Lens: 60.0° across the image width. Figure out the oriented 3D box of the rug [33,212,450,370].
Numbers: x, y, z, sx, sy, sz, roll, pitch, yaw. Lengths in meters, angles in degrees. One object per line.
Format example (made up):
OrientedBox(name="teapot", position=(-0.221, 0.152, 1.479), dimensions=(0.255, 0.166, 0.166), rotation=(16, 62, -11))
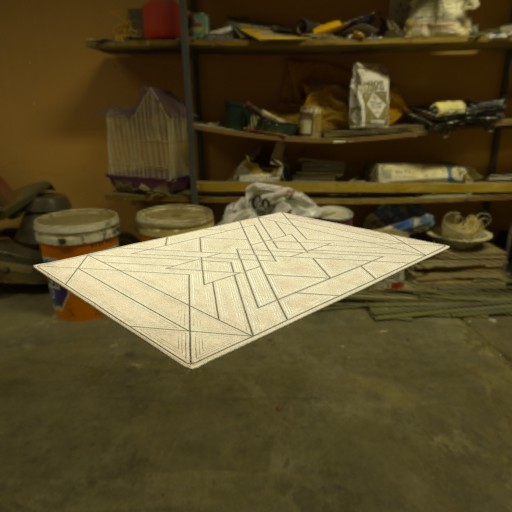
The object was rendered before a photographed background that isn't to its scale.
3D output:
OrientedBox(name="rug", position=(0.000, 0.000, 4.369), dimensions=(3.381, 0.026, 2.436), rotation=(-17, 24, -42))
